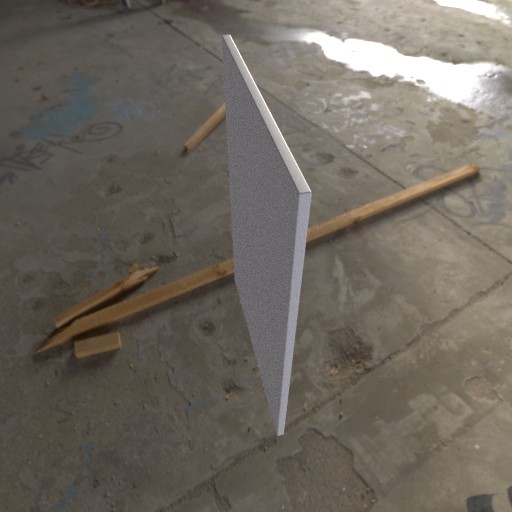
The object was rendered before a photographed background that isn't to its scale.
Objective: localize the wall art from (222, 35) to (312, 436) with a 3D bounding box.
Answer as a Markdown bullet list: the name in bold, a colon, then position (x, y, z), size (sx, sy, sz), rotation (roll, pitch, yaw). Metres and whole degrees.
- **wall art**: position (0.000, 0.000, 0.630), size (0.011, 0.482, 0.329), rotation (-10, 48, -9)
